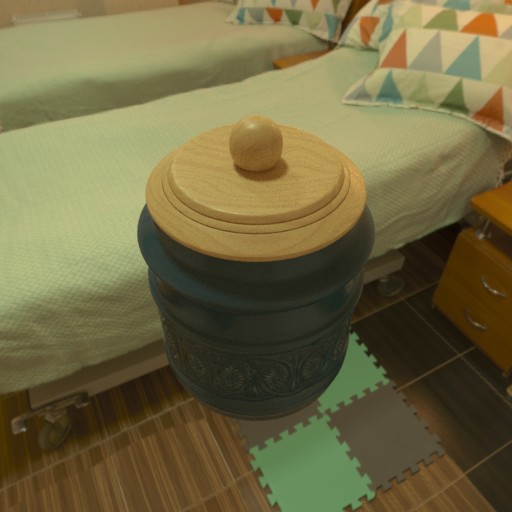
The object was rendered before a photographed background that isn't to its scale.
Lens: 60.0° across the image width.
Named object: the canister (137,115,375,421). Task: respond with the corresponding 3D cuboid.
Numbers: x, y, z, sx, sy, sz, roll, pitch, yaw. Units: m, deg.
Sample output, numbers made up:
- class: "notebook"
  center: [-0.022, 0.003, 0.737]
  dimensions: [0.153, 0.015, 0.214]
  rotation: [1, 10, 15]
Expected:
- class: "canister"
  center: [0.000, 0.000, 0.266]
  dimensions: [0.130, 0.176, 0.130]
  rotation: [0, 44, 0]
